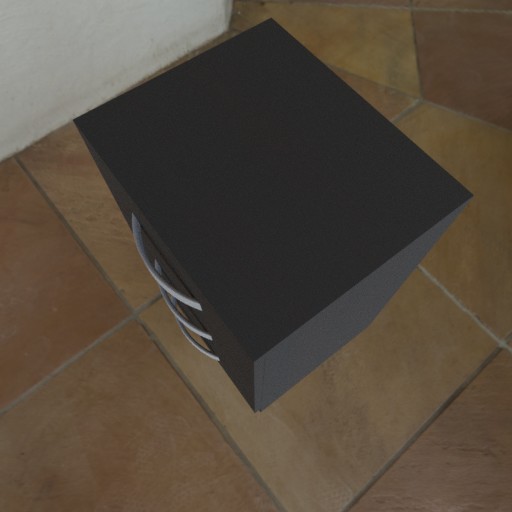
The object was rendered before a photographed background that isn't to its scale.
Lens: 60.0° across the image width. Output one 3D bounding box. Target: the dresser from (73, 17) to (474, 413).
[{"bbox_3d":[0.000,0.000,0.811,0.360,0.560,0.400,-34,69,-15],"label":"dresser"}]
